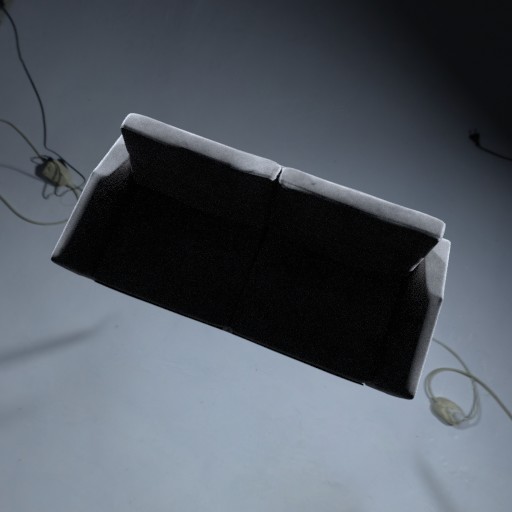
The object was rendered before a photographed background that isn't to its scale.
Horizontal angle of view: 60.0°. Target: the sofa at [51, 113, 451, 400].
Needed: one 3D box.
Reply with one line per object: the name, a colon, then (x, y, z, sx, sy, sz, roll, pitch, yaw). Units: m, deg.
sofa: (0.000, 0.000, 2.309, 1.837, 0.859, 0.849, 20, 77, 5)
